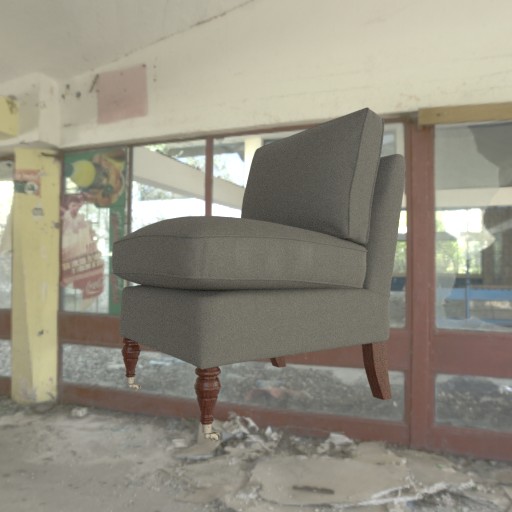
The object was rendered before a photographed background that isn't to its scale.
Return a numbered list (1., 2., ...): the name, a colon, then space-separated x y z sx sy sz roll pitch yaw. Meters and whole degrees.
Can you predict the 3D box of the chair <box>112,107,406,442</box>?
1. chair: 0.000 0.000 1.689 0.924 1.045 0.724 1 -1 -35
